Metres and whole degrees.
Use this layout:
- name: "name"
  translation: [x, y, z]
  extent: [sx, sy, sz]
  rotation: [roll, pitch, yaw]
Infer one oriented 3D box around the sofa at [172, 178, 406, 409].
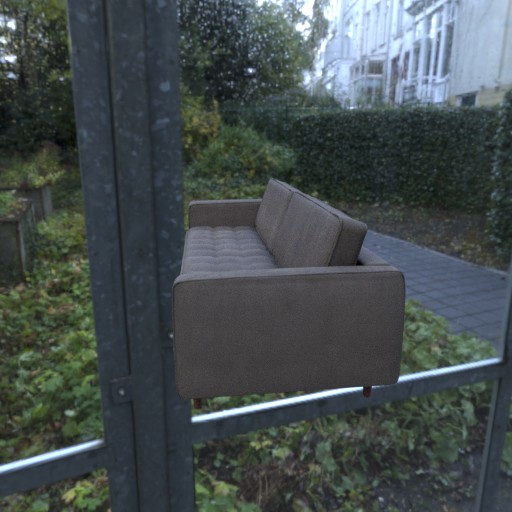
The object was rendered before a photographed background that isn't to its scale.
- name: "sofa"
  translation: [0.000, 0.000, 2.772]
  extent: [0.923, 0.813, 2.295]
  rotation: [-2, 15, -7]
